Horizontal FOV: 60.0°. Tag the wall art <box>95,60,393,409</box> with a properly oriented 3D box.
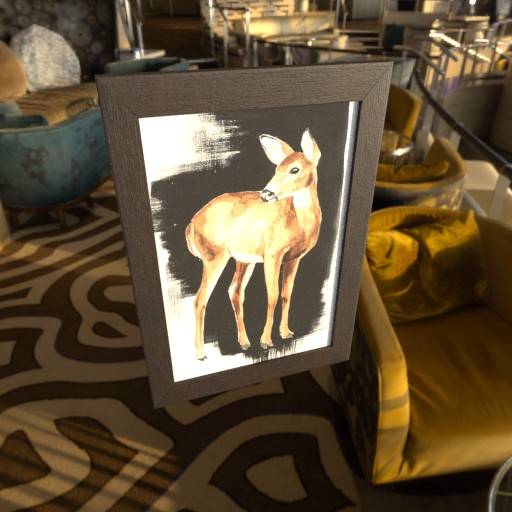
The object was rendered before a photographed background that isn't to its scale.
[{"bbox_3d":[0.000,0.000,0.650,0.359,0.513,0.017,-10,33,-15],"label":"wall art"}]
